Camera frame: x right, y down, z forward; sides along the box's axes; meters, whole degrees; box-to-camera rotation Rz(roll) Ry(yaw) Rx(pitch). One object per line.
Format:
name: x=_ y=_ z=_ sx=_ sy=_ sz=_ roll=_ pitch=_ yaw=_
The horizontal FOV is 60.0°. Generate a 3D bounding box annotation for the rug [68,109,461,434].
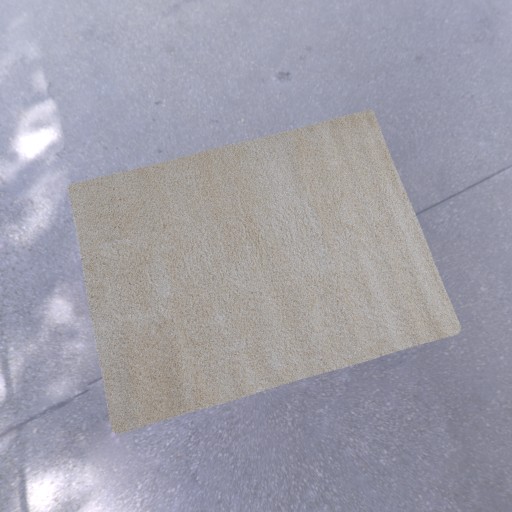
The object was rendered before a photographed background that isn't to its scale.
rug: x=0.000 y=0.000 z=2.099 sx=1.600 sy=0.025 sz=1.199 roll=-15 pitch=75 yaw=-4
